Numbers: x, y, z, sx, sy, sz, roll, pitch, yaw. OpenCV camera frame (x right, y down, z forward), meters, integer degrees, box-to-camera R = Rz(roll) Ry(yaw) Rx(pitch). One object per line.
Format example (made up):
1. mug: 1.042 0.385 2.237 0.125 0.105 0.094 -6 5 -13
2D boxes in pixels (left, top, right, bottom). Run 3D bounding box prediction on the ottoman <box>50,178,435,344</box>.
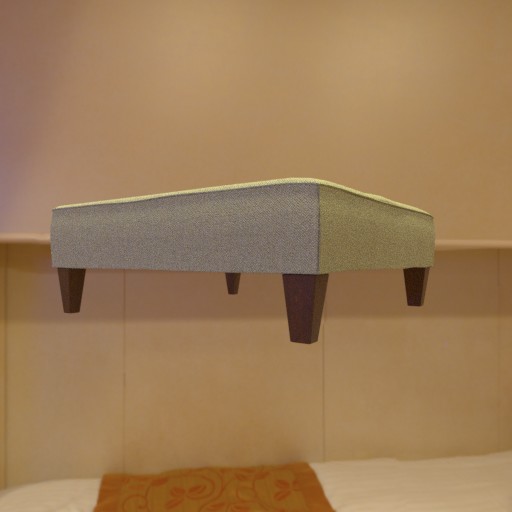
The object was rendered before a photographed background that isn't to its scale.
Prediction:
1. ottoman: 0.000 0.000 1.579 1.004 0.379 0.968 0 0 35
